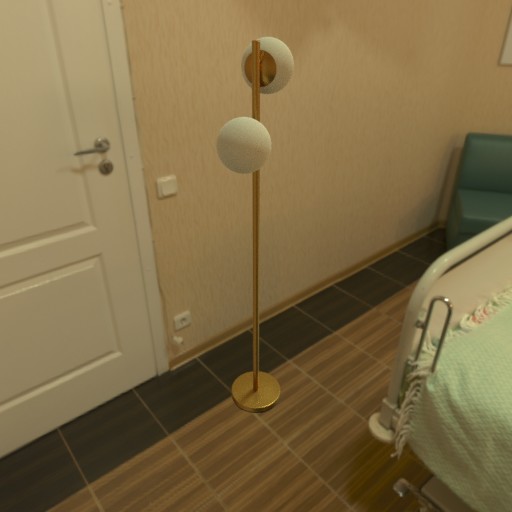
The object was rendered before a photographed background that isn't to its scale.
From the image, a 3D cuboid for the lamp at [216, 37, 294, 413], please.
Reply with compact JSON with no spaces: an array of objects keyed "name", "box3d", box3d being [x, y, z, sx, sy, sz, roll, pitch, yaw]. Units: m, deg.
[{"name":"lamp","box3d":[0.000,0.000,1.864,0.249,1.641,0.419,11,32,18]}]
